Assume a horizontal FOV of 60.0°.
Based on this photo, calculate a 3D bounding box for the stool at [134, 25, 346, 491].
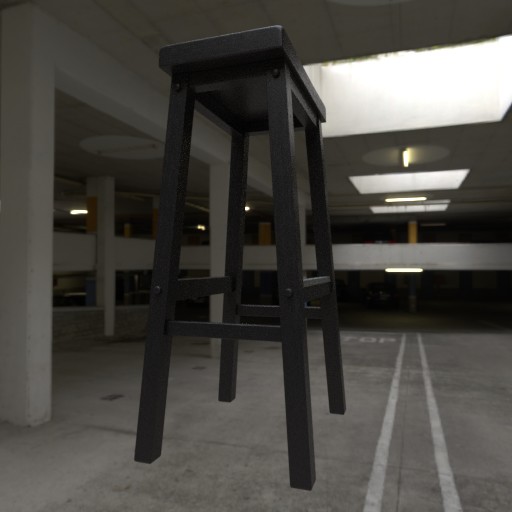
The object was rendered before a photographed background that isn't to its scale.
[{"bbox_3d":[0.000,0.000,0.939,0.322,0.742,0.406,0,-1,19],"label":"stool"}]
